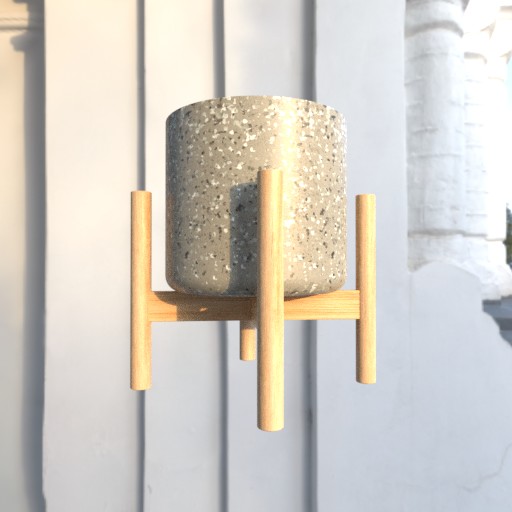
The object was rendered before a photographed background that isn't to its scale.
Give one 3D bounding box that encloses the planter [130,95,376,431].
[{"bbox_3d":[0.000,0.000,0.554,0.284,0.320,0.284,0,-1,17],"label":"planter"}]
